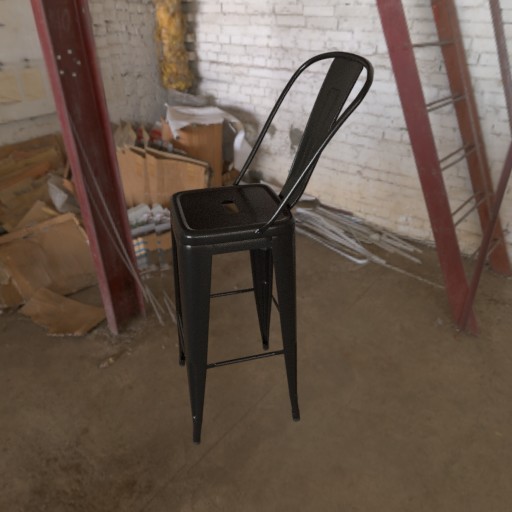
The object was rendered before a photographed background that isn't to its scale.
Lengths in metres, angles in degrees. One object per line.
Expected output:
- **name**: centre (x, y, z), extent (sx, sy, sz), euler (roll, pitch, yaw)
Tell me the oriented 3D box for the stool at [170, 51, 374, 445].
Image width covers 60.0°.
- **stool**: centre (0.000, 0.000, 1.326), extent (0.513, 1.096, 0.399), euler (-8, 32, -13)
